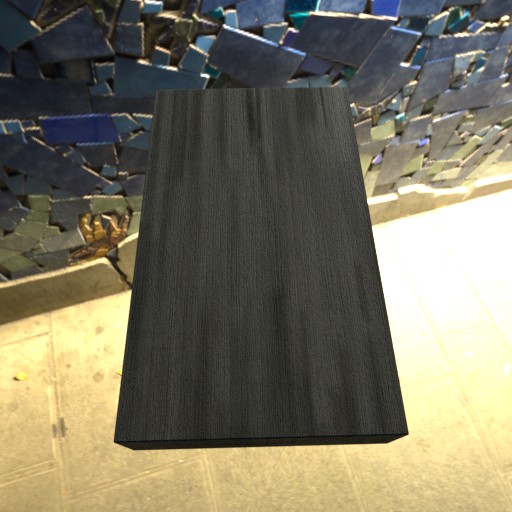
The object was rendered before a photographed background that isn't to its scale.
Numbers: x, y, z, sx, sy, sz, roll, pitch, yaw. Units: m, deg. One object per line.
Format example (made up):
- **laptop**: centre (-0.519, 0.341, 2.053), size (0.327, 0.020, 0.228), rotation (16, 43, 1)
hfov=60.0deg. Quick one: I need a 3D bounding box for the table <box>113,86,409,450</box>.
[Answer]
- **table**: centre (0.000, 0.000, 1.369), size (0.643, 0.347, 1.088), rotation (-1, 61, -1)
